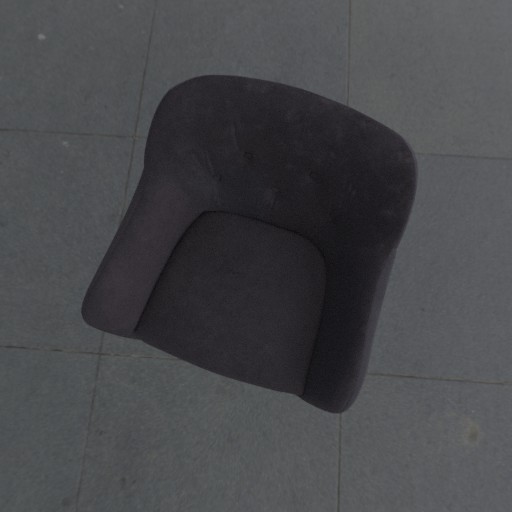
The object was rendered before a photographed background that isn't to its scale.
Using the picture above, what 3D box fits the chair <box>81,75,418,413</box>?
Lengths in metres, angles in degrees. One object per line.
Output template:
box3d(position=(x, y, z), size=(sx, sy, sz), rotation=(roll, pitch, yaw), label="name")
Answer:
box3d(position=(0.000, 0.000, 1.518), size=(0.840, 0.807, 0.819), rotation=(19, 76, 5), label="chair")
